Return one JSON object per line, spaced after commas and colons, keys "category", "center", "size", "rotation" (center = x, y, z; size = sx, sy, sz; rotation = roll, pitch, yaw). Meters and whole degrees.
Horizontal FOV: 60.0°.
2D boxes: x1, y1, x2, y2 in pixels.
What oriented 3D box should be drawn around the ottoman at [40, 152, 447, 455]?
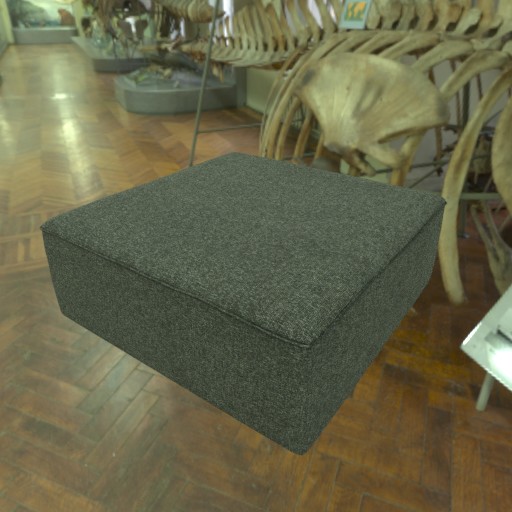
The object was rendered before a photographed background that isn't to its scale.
{"category": "ottoman", "center": [0.000, 0.000, 1.583], "size": [1.017, 0.423, 1.021], "rotation": [20, 35, 31]}
